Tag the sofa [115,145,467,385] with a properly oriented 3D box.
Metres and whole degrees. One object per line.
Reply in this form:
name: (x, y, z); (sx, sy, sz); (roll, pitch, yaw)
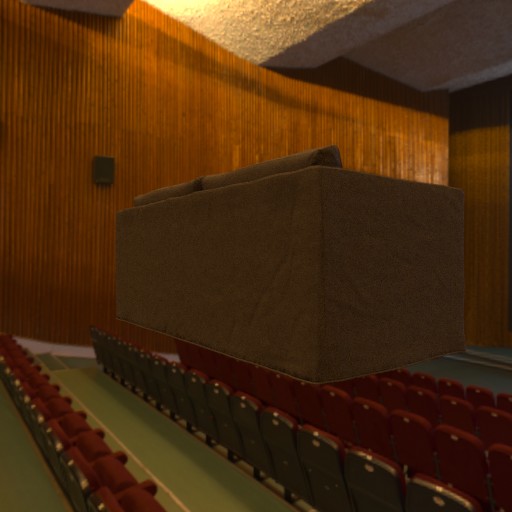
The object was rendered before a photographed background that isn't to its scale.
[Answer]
sofa: (0.000, 0.000, 2.494); (0.953, 0.855, 1.982); (0, 0, -37)
